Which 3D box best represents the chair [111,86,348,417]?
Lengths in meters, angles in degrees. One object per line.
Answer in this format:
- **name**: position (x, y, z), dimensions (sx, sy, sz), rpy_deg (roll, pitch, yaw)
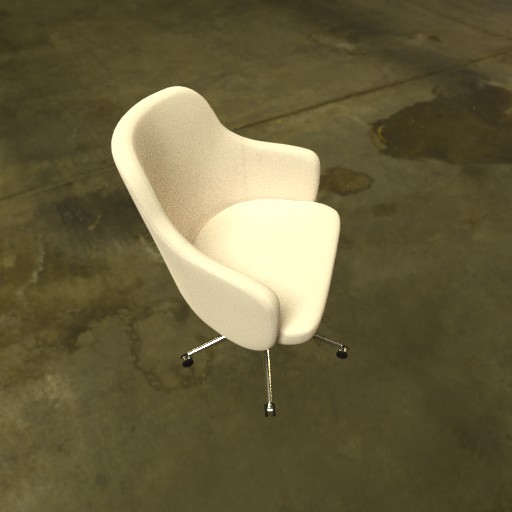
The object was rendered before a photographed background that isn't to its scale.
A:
- **chair**: position (0.000, 0.000, 1.288), dimensions (0.647, 0.819, 0.602), rpy_deg (11, 47, 10)
